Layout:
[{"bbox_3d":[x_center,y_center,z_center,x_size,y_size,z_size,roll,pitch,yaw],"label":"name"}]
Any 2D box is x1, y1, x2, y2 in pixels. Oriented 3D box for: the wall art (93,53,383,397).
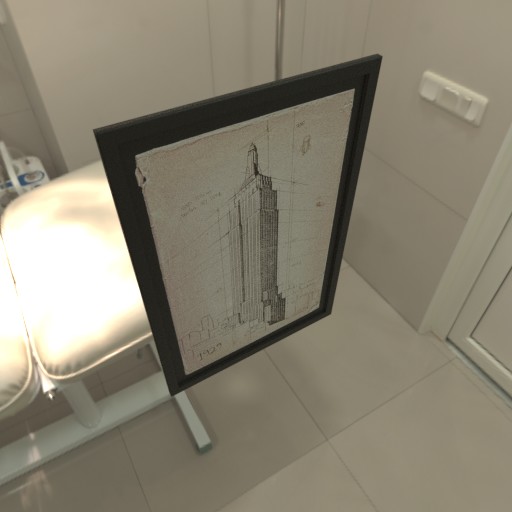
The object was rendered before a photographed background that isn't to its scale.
[{"bbox_3d":[0.000,0.000,0.847,0.451,0.661,0.012,-23,50,-21],"label":"wall art"}]
